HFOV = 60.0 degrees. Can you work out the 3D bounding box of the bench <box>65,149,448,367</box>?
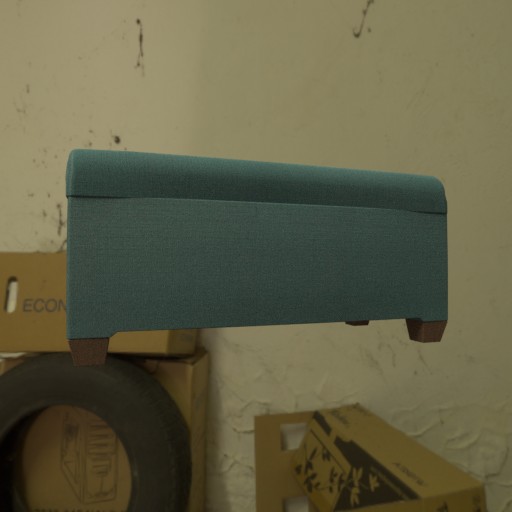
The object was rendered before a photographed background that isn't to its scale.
[{"bbox_3d":[0.000,0.000,1.265,0.995,0.474,0.476,0,-1,-19],"label":"bench"}]
